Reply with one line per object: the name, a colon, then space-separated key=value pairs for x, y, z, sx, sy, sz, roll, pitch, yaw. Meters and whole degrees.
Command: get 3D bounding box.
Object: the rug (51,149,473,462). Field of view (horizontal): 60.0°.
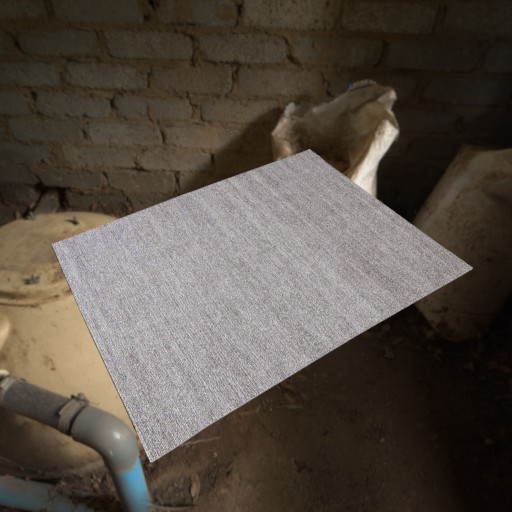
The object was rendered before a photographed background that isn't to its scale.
rug: x=0.000 y=0.000 z=4.194 sx=3.202 sy=0.045 sz=2.434 roll=-24 pitch=50 yaw=-22
